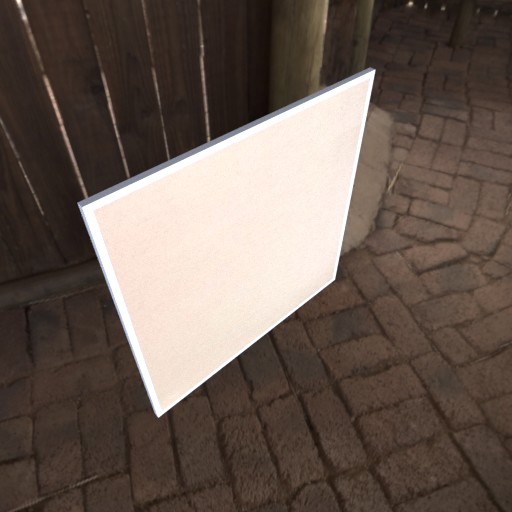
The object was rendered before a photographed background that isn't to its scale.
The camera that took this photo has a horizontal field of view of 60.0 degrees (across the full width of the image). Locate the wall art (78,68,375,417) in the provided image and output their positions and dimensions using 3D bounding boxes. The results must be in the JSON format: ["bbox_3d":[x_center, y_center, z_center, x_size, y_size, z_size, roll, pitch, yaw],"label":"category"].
[{"bbox_3d":[0.000,0.000,0.847,0.557,0.557,0.012,-33,54,-28],"label":"wall art"}]
